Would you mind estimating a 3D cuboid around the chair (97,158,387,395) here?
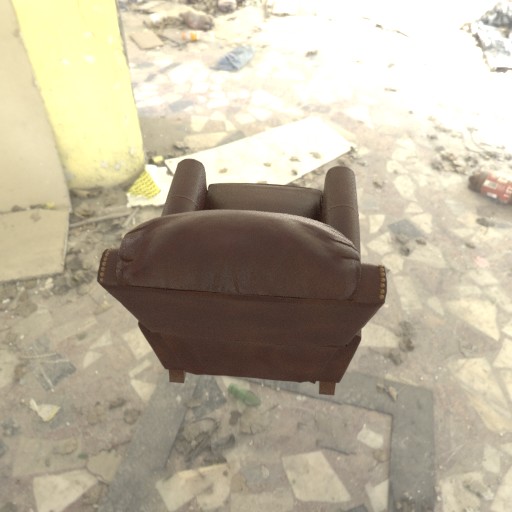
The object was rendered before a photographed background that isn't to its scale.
[{"bbox_3d":[0.000,0.000,1.771,0.826,1.022,1.089,4,46,4],"label":"chair"}]
